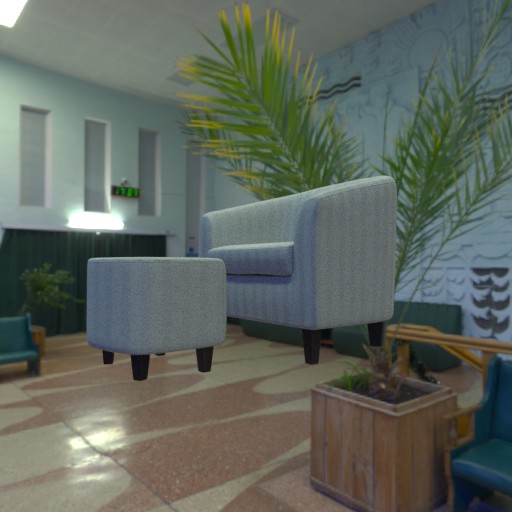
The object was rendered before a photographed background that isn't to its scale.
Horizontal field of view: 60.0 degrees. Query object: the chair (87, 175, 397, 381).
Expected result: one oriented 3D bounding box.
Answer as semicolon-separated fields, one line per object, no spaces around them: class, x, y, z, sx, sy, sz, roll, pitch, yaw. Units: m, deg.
chair;0.000;0.000;1.765;1.288;0.757;0.756;1;-2;-38
